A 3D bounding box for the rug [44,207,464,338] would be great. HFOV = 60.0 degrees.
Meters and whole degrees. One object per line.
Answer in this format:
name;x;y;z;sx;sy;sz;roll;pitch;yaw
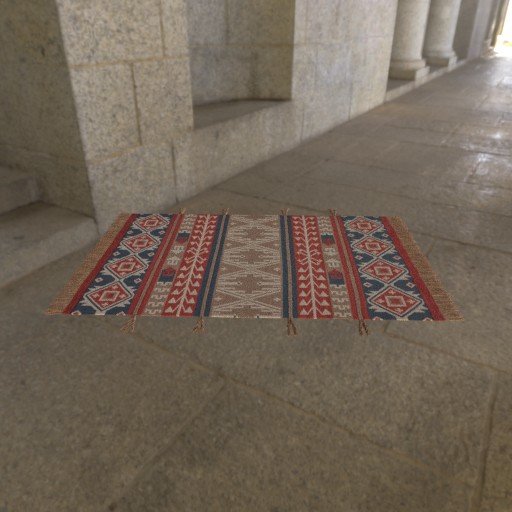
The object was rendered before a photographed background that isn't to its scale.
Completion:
rug;0.000;0.000;3.197;2.450;0.048;1.778;1;29;2
